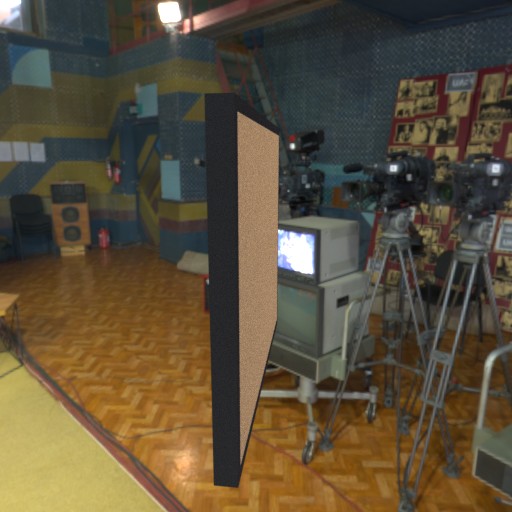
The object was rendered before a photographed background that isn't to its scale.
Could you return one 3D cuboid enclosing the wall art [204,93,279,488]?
[{"bbox_3d":[0.000,0.000,0.759,0.030,0.454,0.554,2,13,7],"label":"wall art"}]
